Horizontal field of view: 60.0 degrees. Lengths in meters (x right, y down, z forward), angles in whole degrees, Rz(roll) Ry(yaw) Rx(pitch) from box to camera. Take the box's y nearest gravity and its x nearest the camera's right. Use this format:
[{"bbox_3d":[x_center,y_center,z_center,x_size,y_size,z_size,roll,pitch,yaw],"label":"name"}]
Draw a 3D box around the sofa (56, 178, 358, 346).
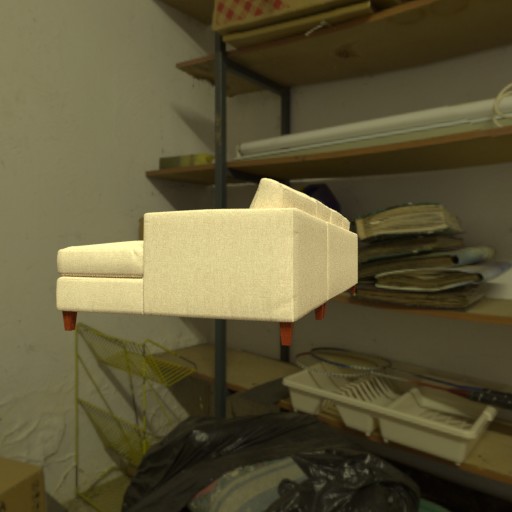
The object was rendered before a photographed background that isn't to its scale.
[{"bbox_3d":[0.000,0.000,4.240,1.603,0.954,3.471,0,0,18],"label":"sofa"}]
